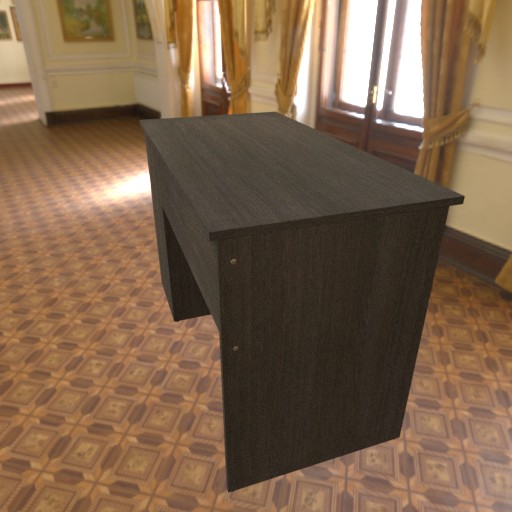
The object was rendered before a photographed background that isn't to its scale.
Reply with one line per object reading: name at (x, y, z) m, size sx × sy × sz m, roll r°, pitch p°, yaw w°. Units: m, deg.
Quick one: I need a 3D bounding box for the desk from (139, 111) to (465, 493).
desk at (0.000, 0.000, 1.488) m, size 0.560 × 0.730 × 1.096 m, roll -9°, pitch 29°, yaw -17°
